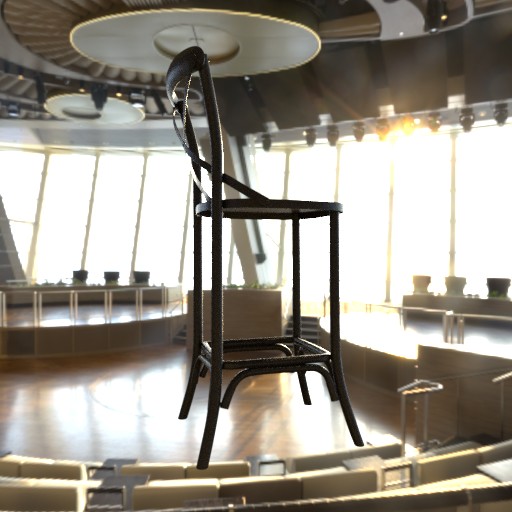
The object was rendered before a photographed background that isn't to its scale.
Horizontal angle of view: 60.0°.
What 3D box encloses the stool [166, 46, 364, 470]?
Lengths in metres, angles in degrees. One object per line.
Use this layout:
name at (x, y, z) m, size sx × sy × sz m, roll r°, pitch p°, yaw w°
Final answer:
stool at (0.000, 0.000, 1.468) m, size 0.584 × 1.168 × 0.457 m, roll 0°, pitch 0°, yaw -17°
